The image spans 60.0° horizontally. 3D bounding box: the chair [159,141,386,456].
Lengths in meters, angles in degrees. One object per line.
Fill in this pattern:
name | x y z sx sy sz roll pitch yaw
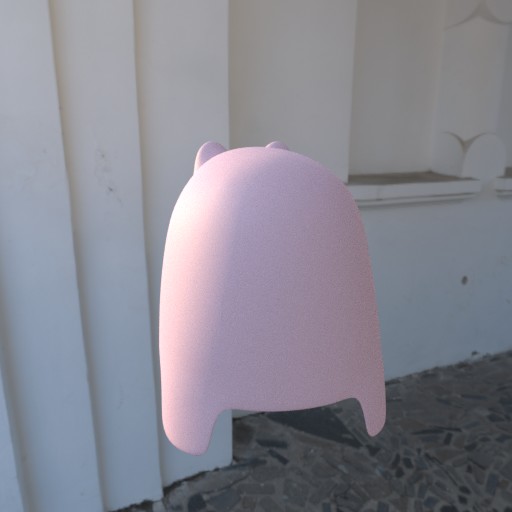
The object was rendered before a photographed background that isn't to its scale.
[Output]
chair | 0.000 0.000 0.841 0.364 0.423 0.619 -2 14 -9
